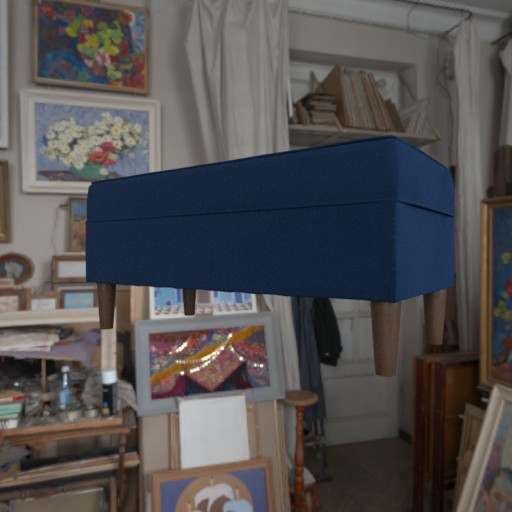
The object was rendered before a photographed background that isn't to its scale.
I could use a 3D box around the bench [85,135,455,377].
[{"bbox_3d":[0.000,0.000,1.306,1.010,0.467,0.489,0,1,36],"label":"bench"}]
